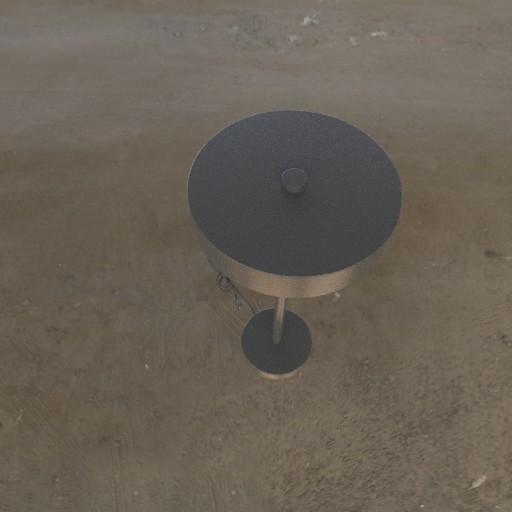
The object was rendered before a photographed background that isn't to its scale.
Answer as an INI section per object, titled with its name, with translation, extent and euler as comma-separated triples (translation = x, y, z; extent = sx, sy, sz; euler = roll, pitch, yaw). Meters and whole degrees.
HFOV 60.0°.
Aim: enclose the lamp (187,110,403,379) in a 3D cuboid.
[lamp]
translation = 0.000, 0.000, 0.712
extent = 0.229, 0.508, 0.369
euler = -31, 64, -17
